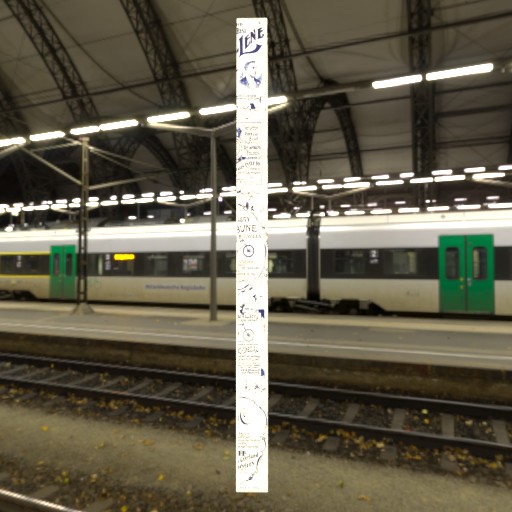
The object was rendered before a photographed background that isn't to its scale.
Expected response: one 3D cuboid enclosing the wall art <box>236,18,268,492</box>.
[{"bbox_3d":[0.000,0.000,0.478,0.025,0.376,0.255,0,-1,1],"label":"wall art"}]
